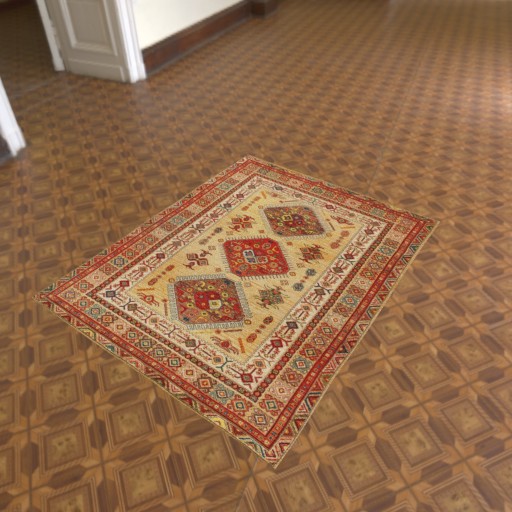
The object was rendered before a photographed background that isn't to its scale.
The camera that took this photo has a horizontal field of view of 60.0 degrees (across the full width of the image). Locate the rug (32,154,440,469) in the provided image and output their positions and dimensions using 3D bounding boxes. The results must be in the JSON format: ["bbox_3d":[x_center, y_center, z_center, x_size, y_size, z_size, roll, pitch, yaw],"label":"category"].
[{"bbox_3d":[0.000,0.000,4.132,2.460,0.005,3.067,25,47,26],"label":"rug"}]
